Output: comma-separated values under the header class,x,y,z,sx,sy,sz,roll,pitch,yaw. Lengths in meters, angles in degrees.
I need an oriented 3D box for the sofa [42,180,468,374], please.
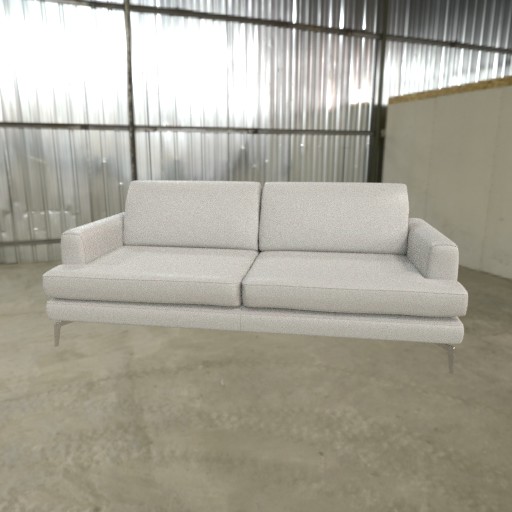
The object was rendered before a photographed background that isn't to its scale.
class,x,y,z,sx,sy,sz,roll,pitch,yaw
sofa,0.000,0.000,2.420,1.940,0.765,0.974,2,14,8
